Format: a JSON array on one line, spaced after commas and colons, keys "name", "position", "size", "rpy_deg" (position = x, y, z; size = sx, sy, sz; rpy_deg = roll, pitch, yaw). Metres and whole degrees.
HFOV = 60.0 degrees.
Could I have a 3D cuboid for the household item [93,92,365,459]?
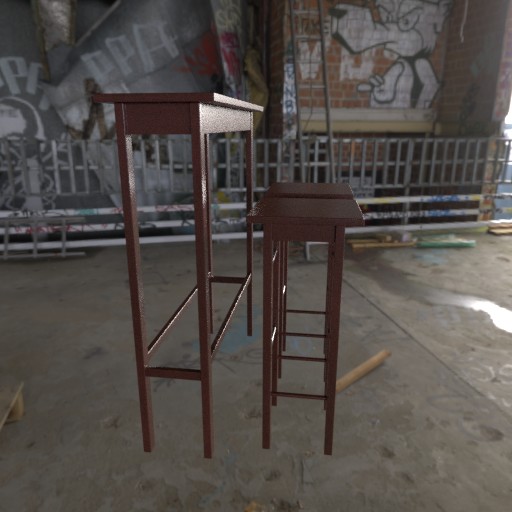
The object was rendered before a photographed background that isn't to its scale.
[{"name": "household item", "position": [0.000, 0.000, 1.621], "size": [0.676, 1.067, 0.914], "rpy_deg": [2, 17, 8]}]
